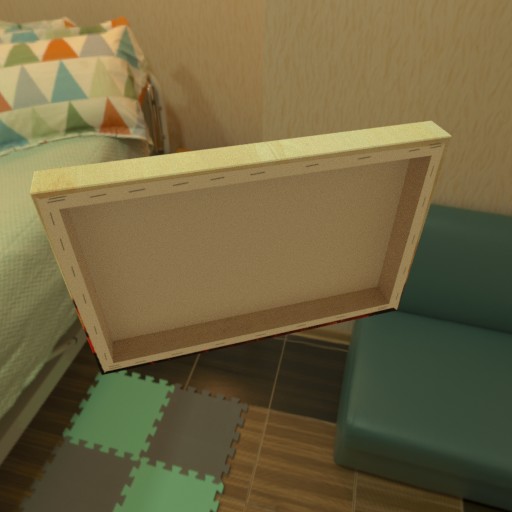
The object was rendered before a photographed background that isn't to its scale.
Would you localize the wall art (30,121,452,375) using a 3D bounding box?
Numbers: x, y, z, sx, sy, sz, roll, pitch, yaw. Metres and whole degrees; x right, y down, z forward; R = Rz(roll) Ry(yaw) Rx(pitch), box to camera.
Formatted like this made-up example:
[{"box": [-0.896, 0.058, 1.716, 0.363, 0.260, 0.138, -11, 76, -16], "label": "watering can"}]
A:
[{"box": [0.000, 0.000, 0.486, 0.383, 0.251, 0.037, -10, 42, -11], "label": "wall art"}]
